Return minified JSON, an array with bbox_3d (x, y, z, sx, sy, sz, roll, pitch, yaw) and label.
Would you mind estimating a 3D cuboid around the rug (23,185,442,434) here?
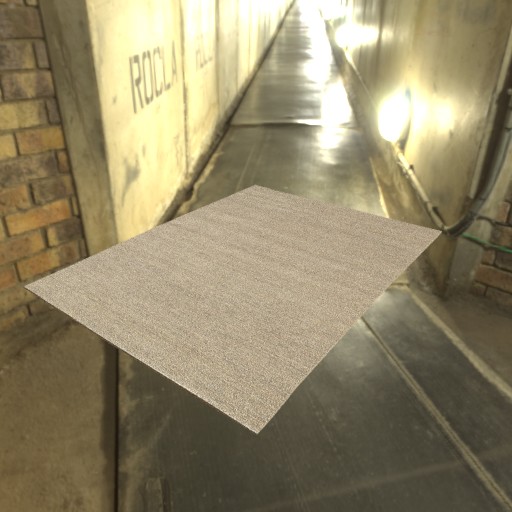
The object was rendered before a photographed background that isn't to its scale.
[{"bbox_3d":[0.000,0.000,4.685,2.757,0.051,3.626,20,34,32],"label":"rug"}]
